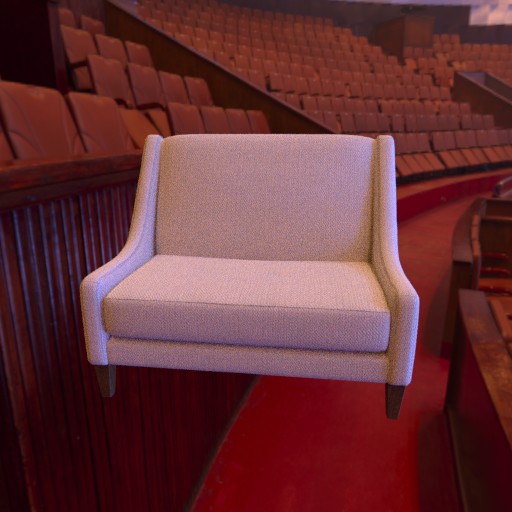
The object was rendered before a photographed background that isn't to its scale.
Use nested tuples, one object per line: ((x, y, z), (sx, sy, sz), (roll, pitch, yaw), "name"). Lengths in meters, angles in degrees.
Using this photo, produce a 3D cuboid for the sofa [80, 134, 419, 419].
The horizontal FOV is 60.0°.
((0.000, 0.000, 1.949), (1.242, 1.022, 0.870), (2, 16, 7), "sofa")
